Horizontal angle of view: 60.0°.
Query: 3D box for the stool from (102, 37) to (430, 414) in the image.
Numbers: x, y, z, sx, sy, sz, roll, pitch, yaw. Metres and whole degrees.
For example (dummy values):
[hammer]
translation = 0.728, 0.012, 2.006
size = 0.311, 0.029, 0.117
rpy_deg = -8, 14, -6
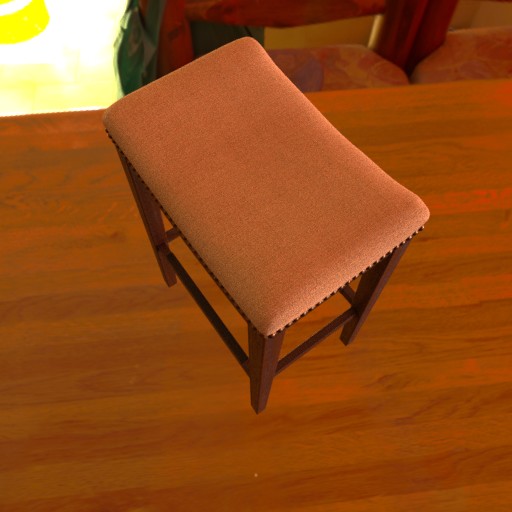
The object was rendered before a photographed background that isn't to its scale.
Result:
[stool]
translation = 0.000, 0.000, 1.048
size = 0.363, 0.768, 0.509
rpy_deg = -33, 68, -15
